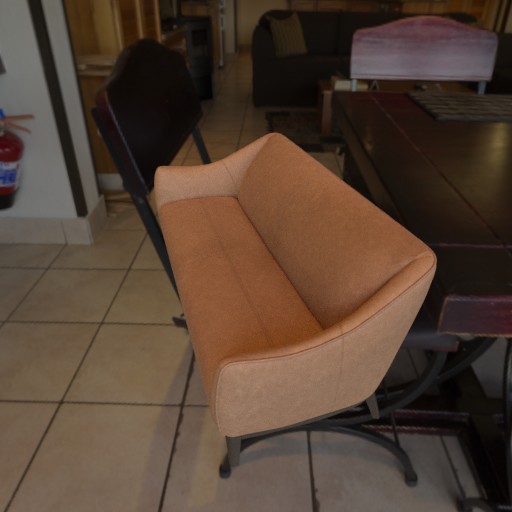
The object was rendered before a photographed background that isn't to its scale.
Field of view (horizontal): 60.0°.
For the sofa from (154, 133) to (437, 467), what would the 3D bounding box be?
[{"bbox_3d":[0.000,0.000,2.356,0.869,0.830,1.928,-9,32,-15],"label":"sofa"}]
